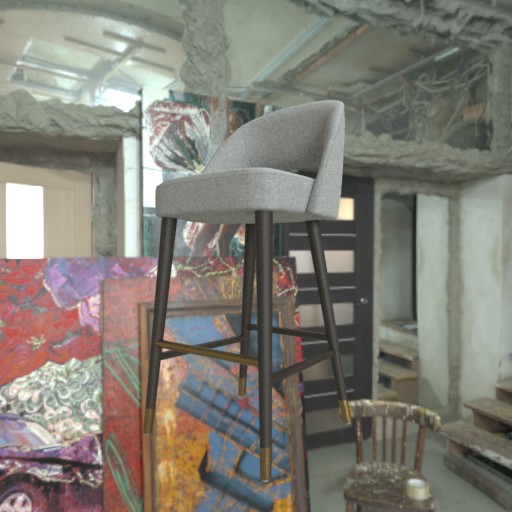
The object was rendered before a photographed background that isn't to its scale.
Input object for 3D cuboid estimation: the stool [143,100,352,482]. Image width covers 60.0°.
[{"bbox_3d":[0.000,0.000,1.350,0.494,1.037,0.509,1,1,38],"label":"stool"}]
